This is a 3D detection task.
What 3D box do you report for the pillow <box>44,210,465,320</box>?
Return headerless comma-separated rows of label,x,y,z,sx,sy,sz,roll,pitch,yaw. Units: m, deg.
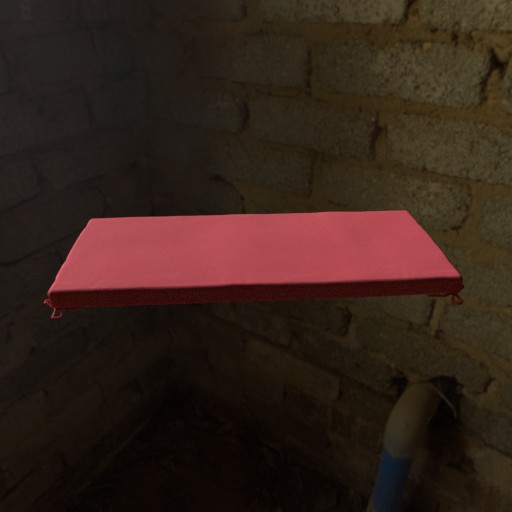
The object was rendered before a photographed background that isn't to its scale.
pillow,0.000,0.000,1.394,1.187,0.081,0.492,-2,31,-3
